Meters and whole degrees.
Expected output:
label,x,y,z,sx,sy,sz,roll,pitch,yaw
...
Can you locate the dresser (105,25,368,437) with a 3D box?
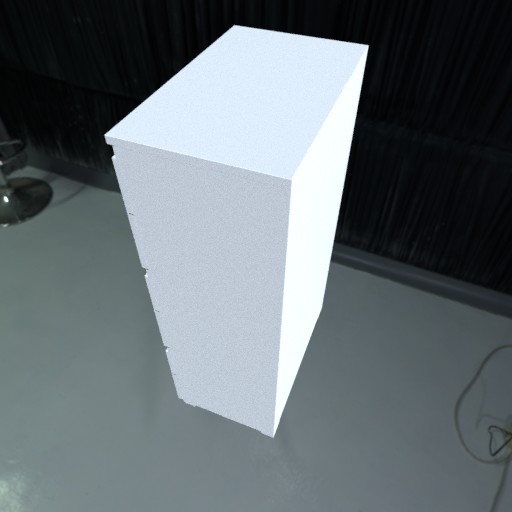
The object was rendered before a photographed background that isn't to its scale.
label,x,y,z,sx,sy,sz,roll,pitch,yaw
dresser,0.000,0.000,1.483,0.400,1.190,0.650,16,49,15
